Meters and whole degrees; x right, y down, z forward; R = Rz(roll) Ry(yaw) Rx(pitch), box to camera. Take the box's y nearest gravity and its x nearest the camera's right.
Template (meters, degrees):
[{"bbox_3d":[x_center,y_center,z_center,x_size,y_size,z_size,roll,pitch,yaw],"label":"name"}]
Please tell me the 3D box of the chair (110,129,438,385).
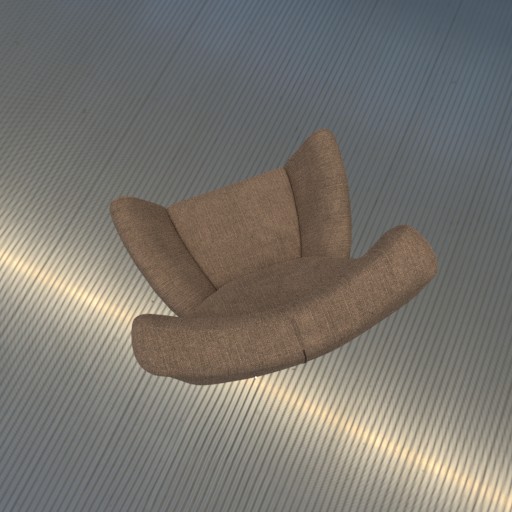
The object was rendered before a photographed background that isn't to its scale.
[{"bbox_3d":[0.000,0.000,1.765,0.980,1.040,0.900,-20,76,-5],"label":"chair"}]
